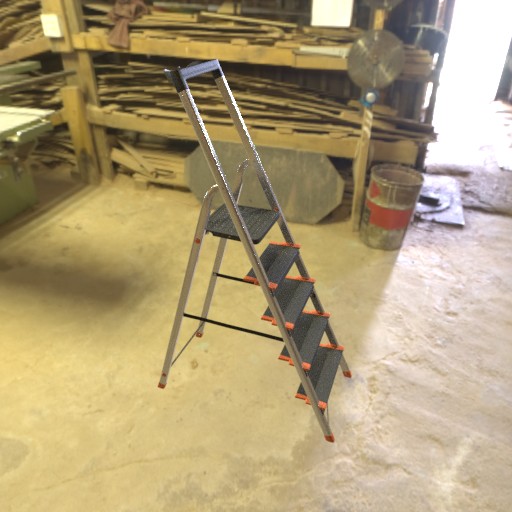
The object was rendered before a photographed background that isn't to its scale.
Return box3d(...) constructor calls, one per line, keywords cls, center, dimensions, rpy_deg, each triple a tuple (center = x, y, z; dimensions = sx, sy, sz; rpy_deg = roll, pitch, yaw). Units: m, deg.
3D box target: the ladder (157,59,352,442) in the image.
box3d(cls="ladder", center=(0.000, 0.000, 2.080), dimensions=(0.995, 1.646, 0.480), rpy_deg=(11, 33, 18))
